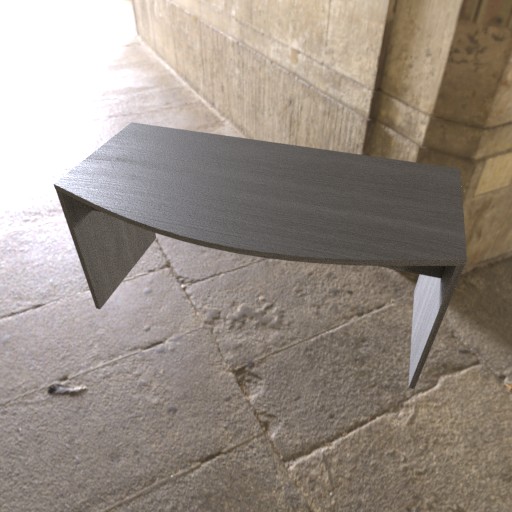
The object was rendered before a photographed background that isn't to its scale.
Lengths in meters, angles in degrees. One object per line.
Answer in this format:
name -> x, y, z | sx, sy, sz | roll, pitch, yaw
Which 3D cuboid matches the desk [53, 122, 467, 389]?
desk -> 0.000, 0.000, 2.050 | 1.600, 0.750, 0.802 | 12, 42, 13
